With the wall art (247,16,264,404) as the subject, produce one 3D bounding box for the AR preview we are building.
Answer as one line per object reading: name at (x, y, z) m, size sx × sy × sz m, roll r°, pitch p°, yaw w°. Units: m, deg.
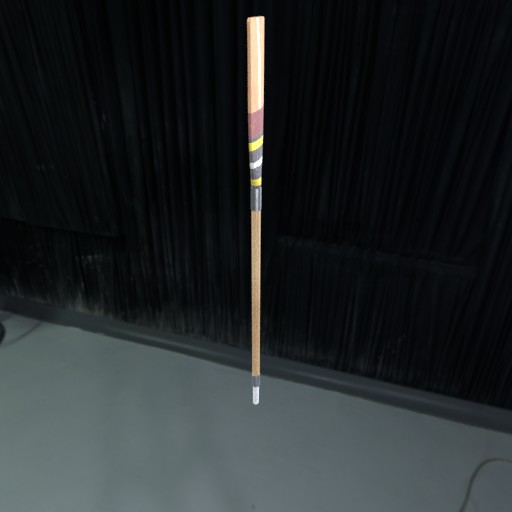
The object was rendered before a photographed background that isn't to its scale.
wall art at (0.000, 0.000, 1.637) m, size 0.038 × 1.556 × 0.146 m, roll 8°, pitch 32°, yaw 14°
